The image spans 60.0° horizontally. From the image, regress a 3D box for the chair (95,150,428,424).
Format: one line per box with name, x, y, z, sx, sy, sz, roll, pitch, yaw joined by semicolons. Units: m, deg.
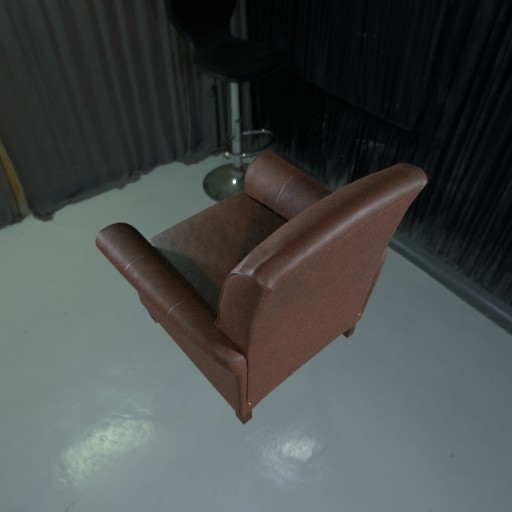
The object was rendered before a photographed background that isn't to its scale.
chair;0.000;0.000;1.838;0.978;1.061;0.902;-32;53;-27
